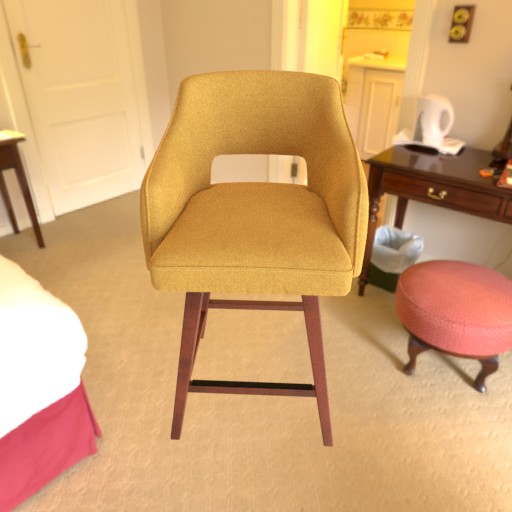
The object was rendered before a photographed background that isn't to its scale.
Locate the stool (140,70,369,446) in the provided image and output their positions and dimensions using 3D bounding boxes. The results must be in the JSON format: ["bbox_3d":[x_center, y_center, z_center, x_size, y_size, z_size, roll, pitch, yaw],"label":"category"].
[{"bbox_3d":[0.000,0.000,1.266,0.548,0.924,0.558,1,30,3],"label":"stool"}]
